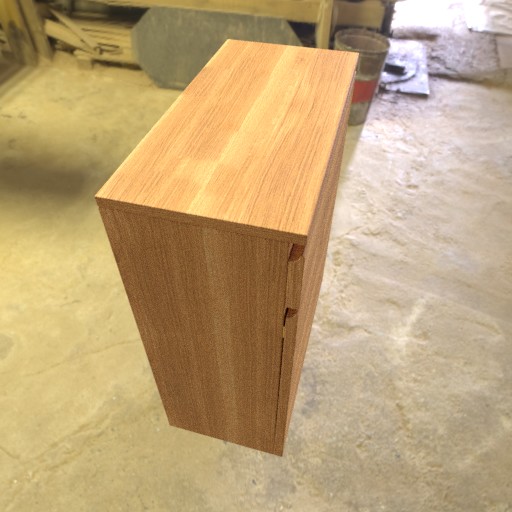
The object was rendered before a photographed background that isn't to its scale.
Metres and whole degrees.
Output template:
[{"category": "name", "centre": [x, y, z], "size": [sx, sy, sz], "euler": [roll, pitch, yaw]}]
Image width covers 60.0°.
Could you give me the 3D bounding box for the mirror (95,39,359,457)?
[{"category": "mirror", "centre": [0.000, 0.000, 1.407], "size": [0.400, 1.000, 0.800], "euler": [11, 47, 11]}]
